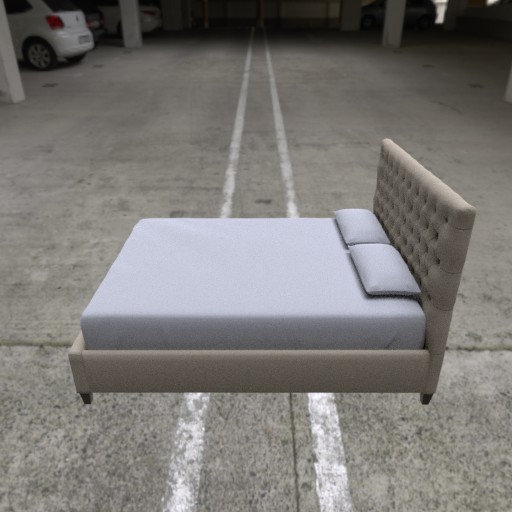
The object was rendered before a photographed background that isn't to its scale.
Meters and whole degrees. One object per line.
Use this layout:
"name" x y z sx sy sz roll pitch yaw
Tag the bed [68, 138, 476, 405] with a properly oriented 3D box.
"bed" 0.000 0.000 3.399 2.387 1.427 1.698 0 27 0
